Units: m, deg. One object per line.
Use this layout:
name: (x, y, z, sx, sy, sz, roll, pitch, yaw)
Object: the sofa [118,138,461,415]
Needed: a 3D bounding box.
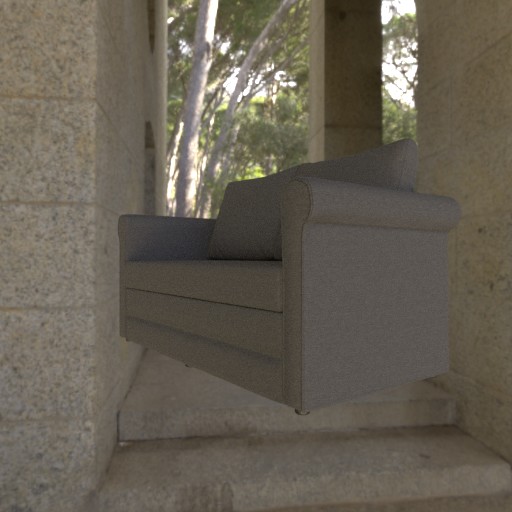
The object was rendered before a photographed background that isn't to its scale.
sofa: (0.000, 0.000, 1.942, 0.741, 0.872, 1.460, 0, 0, -37)
